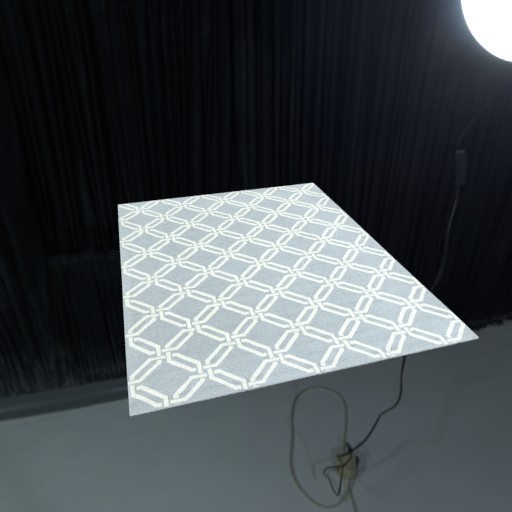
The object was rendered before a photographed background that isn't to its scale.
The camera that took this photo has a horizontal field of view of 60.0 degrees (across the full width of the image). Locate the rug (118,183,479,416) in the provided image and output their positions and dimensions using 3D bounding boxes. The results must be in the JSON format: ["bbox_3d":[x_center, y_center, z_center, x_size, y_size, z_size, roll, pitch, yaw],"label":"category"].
[{"bbox_3d":[0.000,0.000,3.896,2.288,0.018,2.895,-9,32,-14],"label":"rug"}]
